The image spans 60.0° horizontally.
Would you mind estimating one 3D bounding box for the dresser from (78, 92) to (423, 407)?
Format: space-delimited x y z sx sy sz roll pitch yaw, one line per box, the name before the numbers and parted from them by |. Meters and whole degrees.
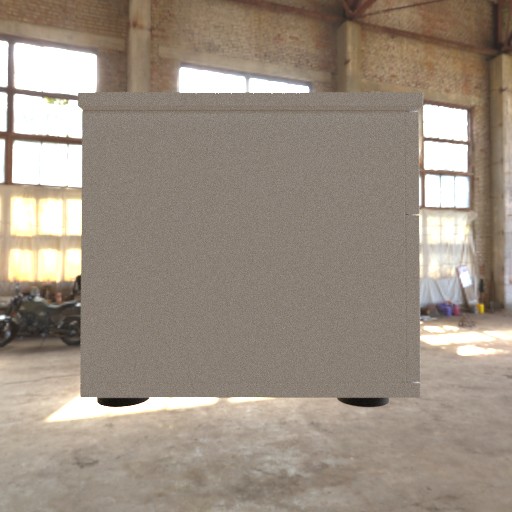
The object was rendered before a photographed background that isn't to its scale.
dresser | 0.000 0.000 0.707 0.400 0.360 0.430 0 -1 0
